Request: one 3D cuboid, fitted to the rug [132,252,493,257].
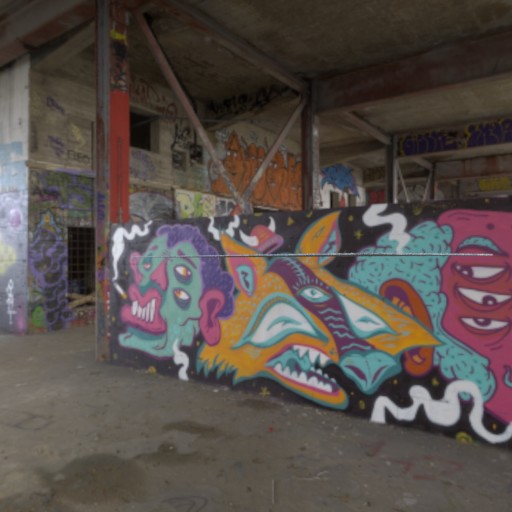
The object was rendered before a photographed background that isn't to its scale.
[{"bbox_3d":[0.000,0.000,2.637,0.688,0.008,2.443,0,-1,-34],"label":"rug"}]
